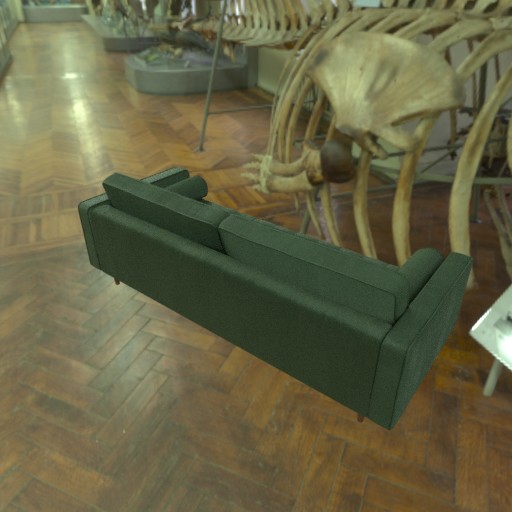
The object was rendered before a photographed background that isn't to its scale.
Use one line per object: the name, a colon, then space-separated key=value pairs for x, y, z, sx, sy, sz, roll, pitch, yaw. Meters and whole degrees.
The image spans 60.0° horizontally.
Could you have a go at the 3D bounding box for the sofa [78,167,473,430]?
sofa: x=0.000 y=0.000 z=2.653 sx=2.199 sy=0.769 sz=0.918 roll=22 pitch=38 yaw=32
